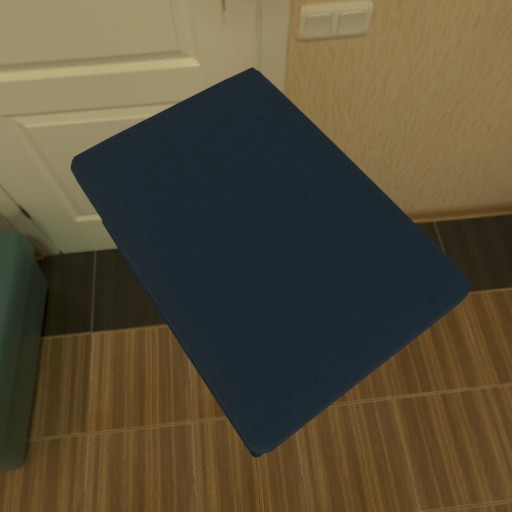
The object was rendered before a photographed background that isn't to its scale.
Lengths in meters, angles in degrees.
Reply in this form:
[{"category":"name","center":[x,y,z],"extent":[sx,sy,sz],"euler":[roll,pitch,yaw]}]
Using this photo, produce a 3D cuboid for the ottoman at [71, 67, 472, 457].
[{"category":"ottoman","center":[0.000,0.000,1.203],"extent":[0.587,0.498,0.835],"euler":[-33,68,-15]}]
